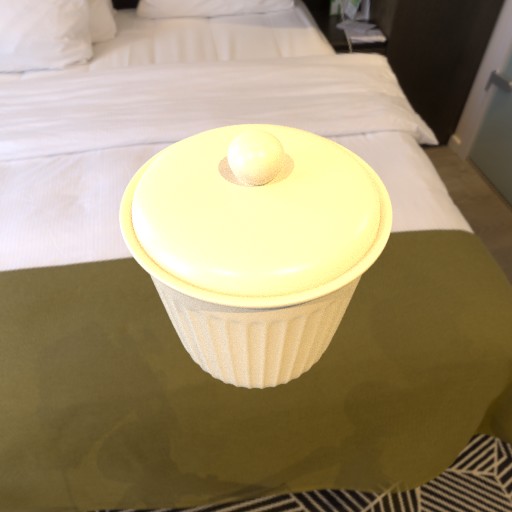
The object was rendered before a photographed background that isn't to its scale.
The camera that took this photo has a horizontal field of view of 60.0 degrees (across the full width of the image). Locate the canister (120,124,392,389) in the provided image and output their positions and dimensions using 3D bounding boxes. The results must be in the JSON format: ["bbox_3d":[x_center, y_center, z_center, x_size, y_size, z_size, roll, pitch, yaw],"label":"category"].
[{"bbox_3d":[0.000,0.000,0.343,0.181,0.211,0.181,0,47,0],"label":"canister"}]
